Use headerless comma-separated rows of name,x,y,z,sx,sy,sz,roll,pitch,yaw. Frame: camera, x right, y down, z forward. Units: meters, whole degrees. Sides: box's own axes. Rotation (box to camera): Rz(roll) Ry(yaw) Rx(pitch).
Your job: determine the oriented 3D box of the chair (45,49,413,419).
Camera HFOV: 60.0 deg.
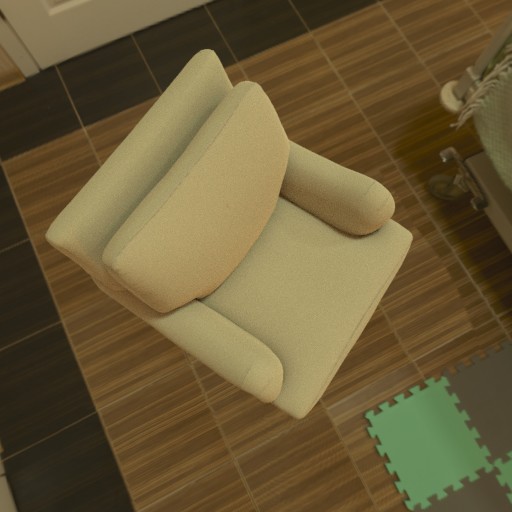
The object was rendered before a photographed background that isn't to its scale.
chair,0.000,0.000,1.866,1.070,1.038,0.955,33,77,9
